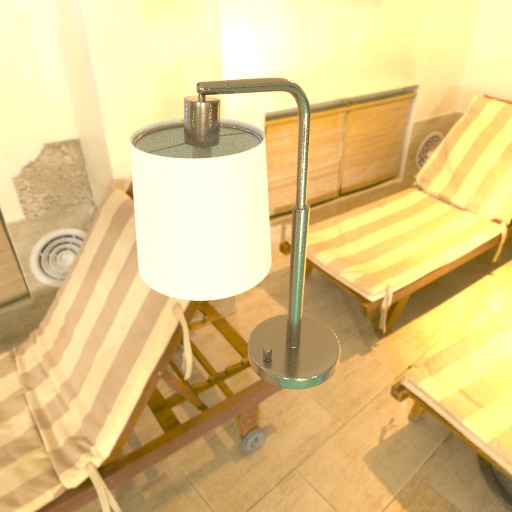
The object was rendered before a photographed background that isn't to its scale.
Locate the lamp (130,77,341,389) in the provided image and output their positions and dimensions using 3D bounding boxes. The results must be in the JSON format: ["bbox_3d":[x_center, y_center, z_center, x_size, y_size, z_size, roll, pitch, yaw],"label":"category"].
[{"bbox_3d":[0.000,0.000,0.632,0.333,0.489,0.171,-21,39,-29],"label":"lamp"}]
